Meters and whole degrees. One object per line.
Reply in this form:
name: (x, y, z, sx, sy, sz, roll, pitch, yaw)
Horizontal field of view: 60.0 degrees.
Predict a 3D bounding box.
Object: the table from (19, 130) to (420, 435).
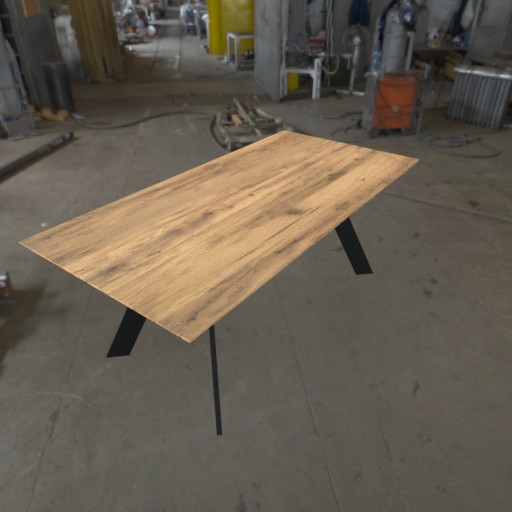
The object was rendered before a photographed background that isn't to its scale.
table: (0.000, 0.000, 2.497, 1.000, 0.770, 2.000, 22, 38, 31)
